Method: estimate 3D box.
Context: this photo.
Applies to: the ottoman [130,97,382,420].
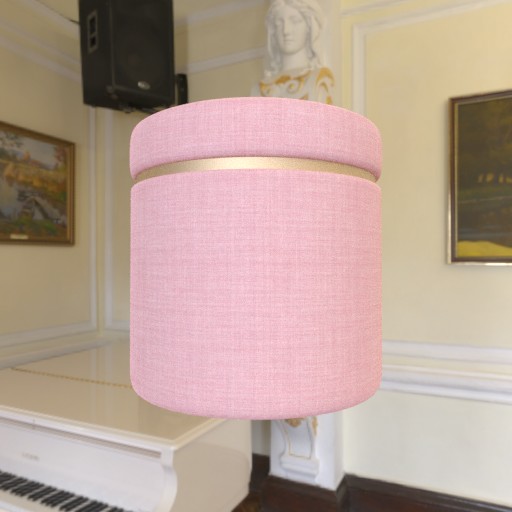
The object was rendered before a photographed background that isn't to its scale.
[{"bbox_3d":[0.000,0.000,0.727,0.400,0.406,0.400,0,-1,0],"label":"ottoman"}]
